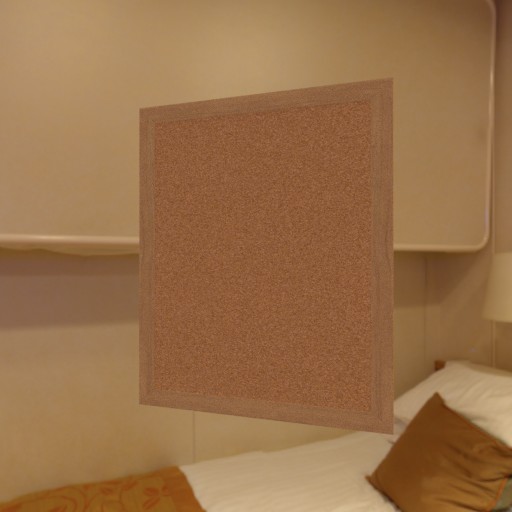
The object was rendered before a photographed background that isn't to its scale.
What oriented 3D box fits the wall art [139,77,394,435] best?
[{"bbox_3d":[0.000,0.000,0.777,0.460,0.561,0.020,0,0,18],"label":"wall art"}]
